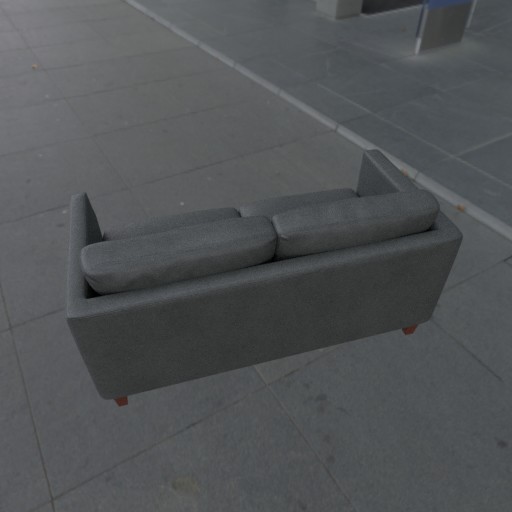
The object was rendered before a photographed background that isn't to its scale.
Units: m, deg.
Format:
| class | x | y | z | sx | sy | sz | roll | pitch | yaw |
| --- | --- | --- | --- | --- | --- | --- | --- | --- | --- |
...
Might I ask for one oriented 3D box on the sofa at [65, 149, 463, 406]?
| class | x | y | z | sx | sy | sz | roll | pitch | yaw |
| --- | --- | --- | --- | --- | --- | --- | --- | --- | --- |
| sofa | 0.000 | 0.000 | 2.486 | 1.883 | 0.933 | 0.951 | -11 | 43 | -12 |
